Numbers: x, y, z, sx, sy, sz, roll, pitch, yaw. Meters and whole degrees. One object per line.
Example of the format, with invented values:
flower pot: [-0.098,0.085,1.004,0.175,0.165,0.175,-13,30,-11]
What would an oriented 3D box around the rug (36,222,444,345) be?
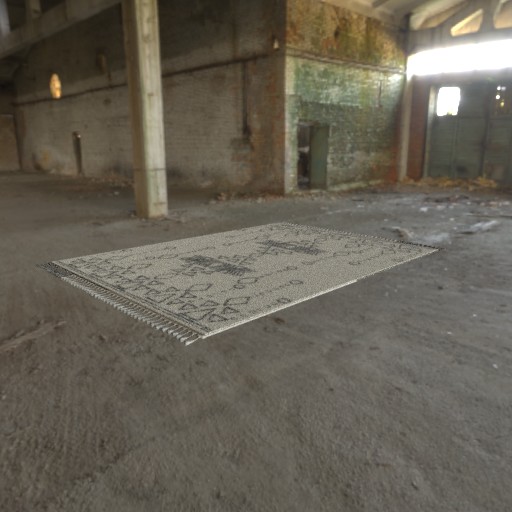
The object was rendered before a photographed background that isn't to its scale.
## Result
rug: [0.000,0.000,3.009,2.312,0.013,1.600,-13,19,-43]
